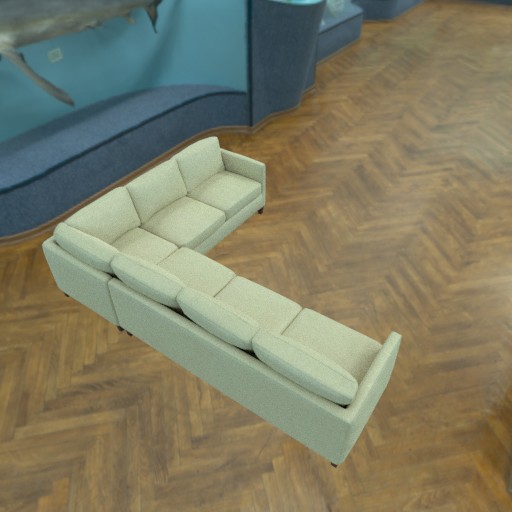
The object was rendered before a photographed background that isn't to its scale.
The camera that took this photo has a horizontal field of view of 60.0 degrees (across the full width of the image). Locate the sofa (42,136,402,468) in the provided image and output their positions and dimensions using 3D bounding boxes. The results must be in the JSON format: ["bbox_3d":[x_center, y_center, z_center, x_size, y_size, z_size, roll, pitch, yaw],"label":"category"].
[{"bbox_3d":[0.000,0.000,4.493,3.302,0.947,2.593,24,46,26],"label":"sofa"}]
